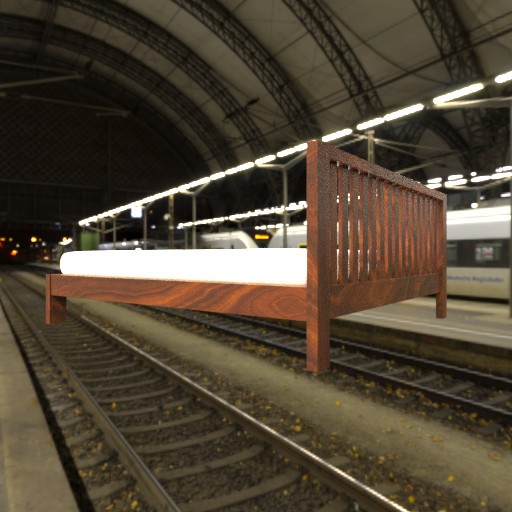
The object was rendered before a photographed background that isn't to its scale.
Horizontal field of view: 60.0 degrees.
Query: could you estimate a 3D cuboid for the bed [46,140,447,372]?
[{"bbox_3d":[0.000,0.000,3.069,2.030,0.890,1.905,0,0,37],"label":"bed"}]
